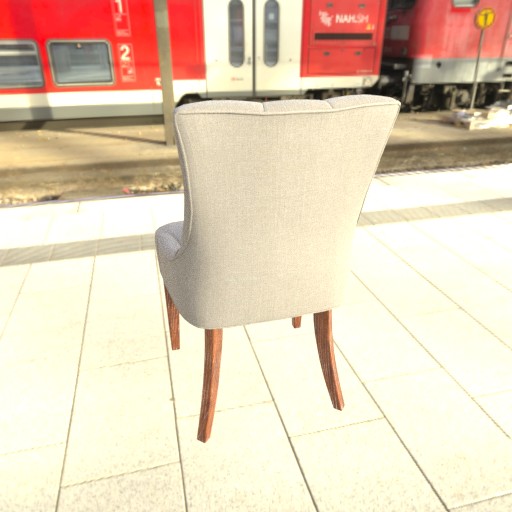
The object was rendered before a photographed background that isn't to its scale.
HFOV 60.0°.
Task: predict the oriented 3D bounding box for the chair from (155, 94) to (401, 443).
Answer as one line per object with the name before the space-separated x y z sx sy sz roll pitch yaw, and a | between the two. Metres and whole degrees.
chair | 0.000 0.000 1.208 0.509 0.874 0.565 -8 28 -15
